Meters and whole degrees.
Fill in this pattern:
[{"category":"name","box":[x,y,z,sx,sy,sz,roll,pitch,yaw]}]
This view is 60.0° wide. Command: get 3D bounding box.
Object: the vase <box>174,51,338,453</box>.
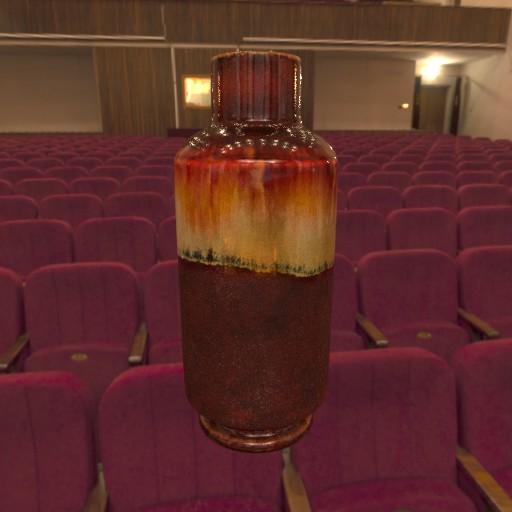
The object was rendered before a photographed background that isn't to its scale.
[{"category":"vase","box":[0.000,0.000,0.317,0.111,0.261,0.111,0,15,0]}]
